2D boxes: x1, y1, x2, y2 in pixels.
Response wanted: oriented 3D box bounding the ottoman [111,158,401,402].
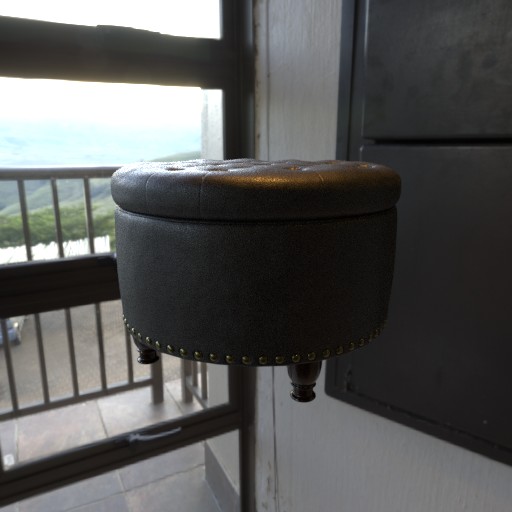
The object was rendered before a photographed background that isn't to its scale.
[{"bbox_3d":[0.000,0.000,1.060,0.637,0.442,0.637,0,14,0],"label":"ottoman"}]
